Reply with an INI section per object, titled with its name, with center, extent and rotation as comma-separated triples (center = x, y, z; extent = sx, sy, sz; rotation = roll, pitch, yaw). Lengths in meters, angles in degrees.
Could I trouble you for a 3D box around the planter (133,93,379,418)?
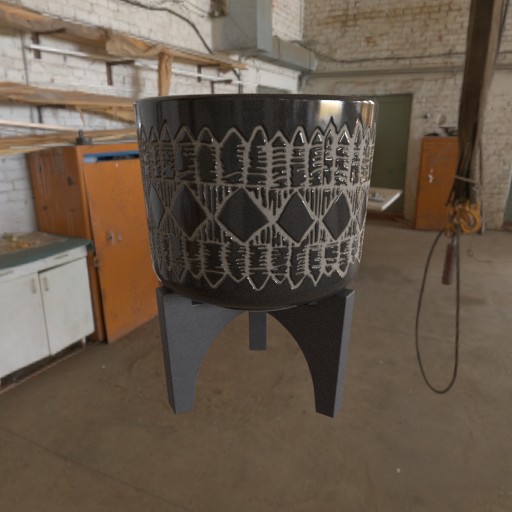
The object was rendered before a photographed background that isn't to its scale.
[planter]
center = 0.000, 0.000, 0.401
extent = 0.196, 0.264, 0.196
rotation = -8, 18, -27
